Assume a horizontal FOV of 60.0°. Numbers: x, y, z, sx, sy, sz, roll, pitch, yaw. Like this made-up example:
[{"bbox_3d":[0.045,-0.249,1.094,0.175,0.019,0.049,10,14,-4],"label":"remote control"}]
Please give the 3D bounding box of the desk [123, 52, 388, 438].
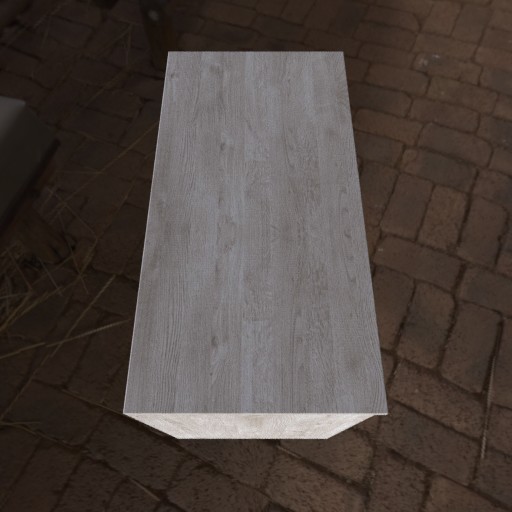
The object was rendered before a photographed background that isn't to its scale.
[{"bbox_3d":[0.000,0.000,1.504,0.560,0.730,1.100,0,64,0],"label":"desk"}]
